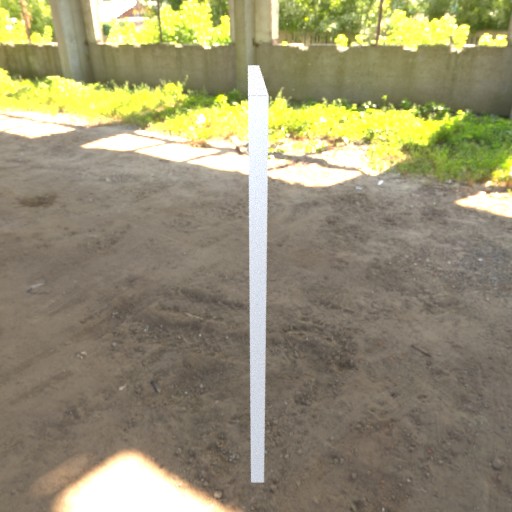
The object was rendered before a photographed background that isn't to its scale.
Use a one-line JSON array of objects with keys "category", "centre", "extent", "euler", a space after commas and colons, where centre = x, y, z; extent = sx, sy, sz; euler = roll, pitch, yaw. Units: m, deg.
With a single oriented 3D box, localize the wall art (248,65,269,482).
[{"category": "wall art", "centre": [0.000, 0.000, 1.397], "extent": [0.042, 1.056, 0.805], "euler": [0, 27, -1]}]
